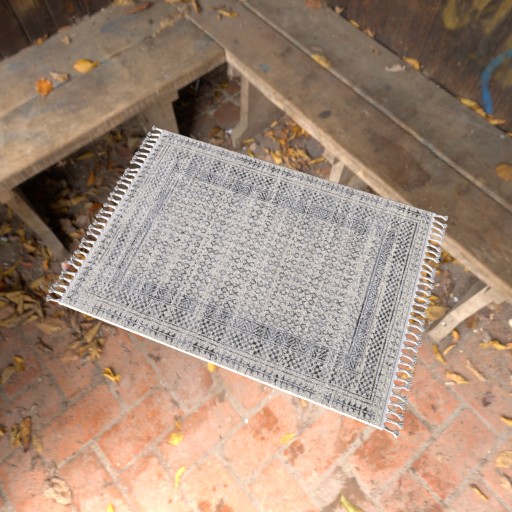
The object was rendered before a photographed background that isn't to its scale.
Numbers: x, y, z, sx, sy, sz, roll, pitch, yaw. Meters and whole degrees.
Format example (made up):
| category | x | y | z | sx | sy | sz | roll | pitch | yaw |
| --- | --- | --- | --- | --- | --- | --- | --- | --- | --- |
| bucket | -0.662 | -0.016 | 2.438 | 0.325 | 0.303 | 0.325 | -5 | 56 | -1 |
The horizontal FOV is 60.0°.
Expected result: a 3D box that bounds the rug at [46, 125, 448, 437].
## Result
| category | x | y | z | sx | sy | sz | roll | pitch | yaw |
| --- | --- | --- | --- | --- | --- | --- | --- | --- | --- |
| rug | 0.000 | 0.000 | 2.379 | 1.872 | 0.013 | 1.243 | 19 | 66 | 9 |
